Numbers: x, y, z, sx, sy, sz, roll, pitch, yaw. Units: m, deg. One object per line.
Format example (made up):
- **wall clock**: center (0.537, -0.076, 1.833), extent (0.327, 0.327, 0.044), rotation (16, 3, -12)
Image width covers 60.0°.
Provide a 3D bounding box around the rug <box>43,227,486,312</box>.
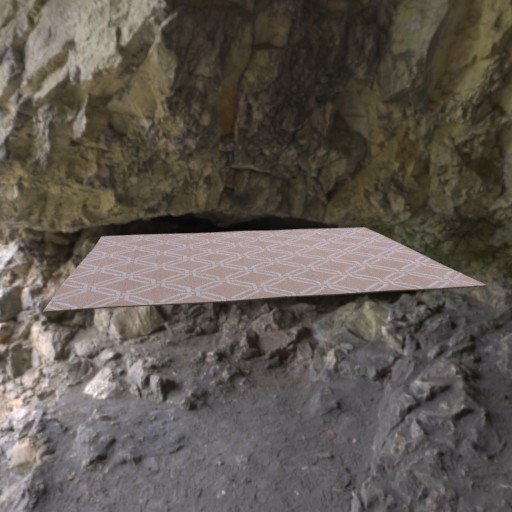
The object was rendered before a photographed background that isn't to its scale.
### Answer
- **rug**: center (0.000, 0.000, 4.425), extent (3.365, 0.020, 2.452), rotation (-2, 15, -9)
